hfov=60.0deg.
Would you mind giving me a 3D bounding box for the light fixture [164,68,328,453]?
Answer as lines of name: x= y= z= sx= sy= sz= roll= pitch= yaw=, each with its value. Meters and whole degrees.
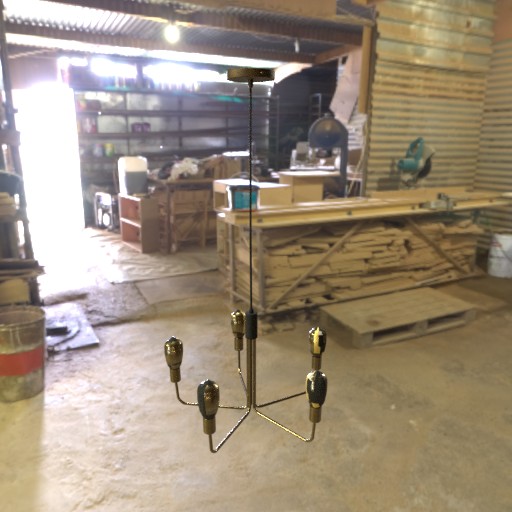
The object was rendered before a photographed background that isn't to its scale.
light fixture: x=0.000 y=0.000 z=1.376 sx=0.532 sy=1.059 sz=0.588 roll=-8 pitch=16 yaw=-27
